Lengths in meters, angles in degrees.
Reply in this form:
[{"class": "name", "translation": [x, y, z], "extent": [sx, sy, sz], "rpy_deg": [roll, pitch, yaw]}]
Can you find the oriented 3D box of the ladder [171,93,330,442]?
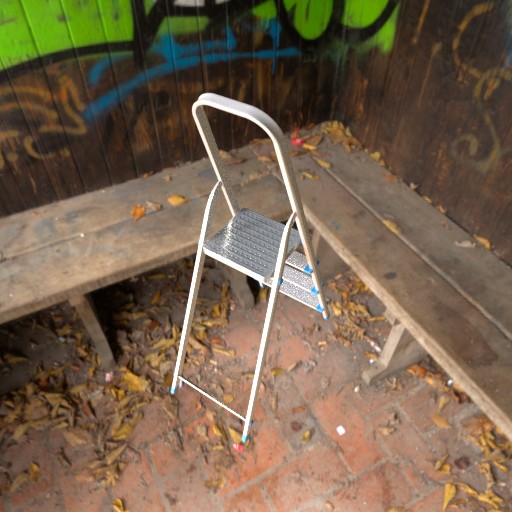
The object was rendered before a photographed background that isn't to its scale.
[{"class": "ladder", "translation": [0.000, 0.000, 1.796], "extent": [0.445, 1.434, 0.842], "rpy_deg": [25, 51, 22]}]
